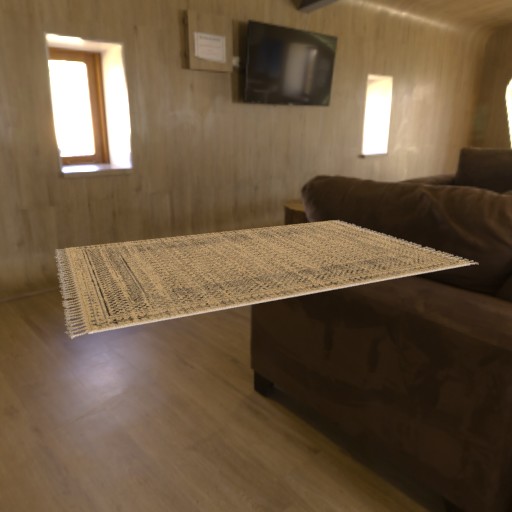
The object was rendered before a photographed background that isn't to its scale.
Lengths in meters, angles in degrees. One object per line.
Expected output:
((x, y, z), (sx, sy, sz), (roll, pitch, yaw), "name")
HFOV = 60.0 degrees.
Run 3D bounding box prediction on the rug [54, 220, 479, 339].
((0.000, 0.000, 3.018), (2.486, 0.013, 1.548), (-8, 18, -24), "rug")
